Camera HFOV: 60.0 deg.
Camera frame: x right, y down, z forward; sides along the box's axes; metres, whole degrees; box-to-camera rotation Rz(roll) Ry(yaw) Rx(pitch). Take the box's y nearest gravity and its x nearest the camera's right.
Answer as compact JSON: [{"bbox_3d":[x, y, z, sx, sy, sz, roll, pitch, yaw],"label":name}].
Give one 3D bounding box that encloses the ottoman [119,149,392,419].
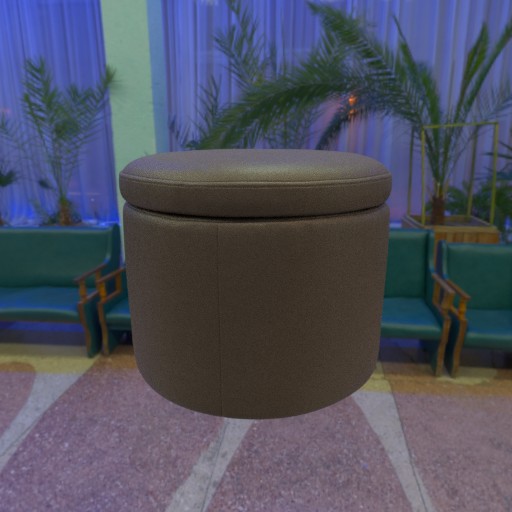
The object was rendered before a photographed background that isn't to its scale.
[{"bbox_3d":[0.000,0.000,0.882,0.500,0.409,0.500,0,16,0],"label":"ottoman"}]
